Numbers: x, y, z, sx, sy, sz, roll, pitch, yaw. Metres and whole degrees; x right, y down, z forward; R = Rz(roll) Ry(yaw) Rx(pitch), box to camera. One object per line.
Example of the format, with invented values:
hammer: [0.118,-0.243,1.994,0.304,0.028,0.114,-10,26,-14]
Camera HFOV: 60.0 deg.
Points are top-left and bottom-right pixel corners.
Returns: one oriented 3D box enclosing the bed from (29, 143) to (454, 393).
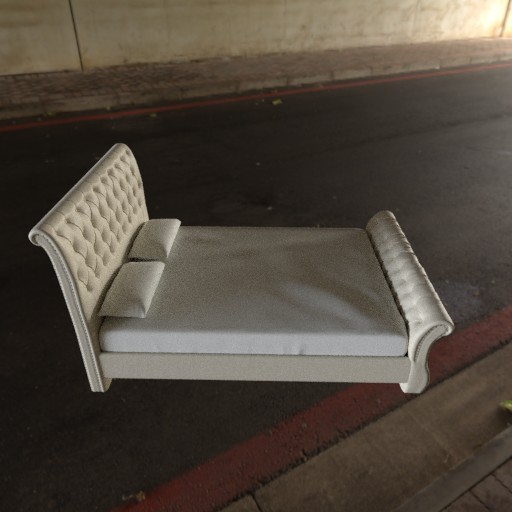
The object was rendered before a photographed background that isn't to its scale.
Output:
bed: [0.000,0.000,3.415,2.493,1.268,1.606,1,31,1]
